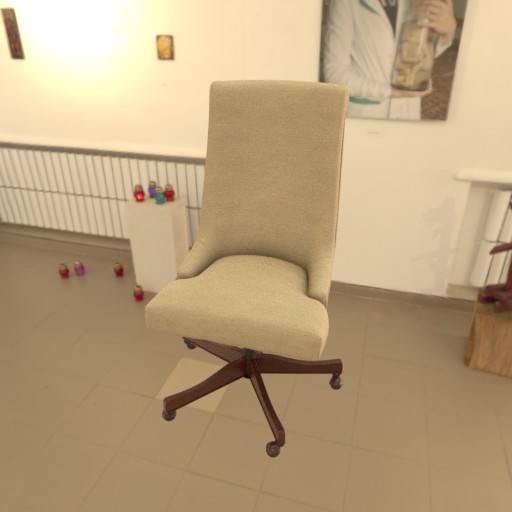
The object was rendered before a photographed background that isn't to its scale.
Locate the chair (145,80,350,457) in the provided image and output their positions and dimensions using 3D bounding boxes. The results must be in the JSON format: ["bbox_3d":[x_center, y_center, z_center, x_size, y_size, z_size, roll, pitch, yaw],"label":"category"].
[{"bbox_3d":[0.000,0.000,1.444,0.645,1.010,0.696,8,28,15],"label":"chair"}]
